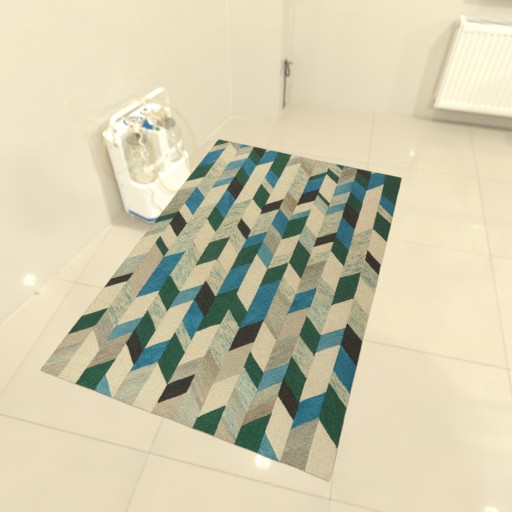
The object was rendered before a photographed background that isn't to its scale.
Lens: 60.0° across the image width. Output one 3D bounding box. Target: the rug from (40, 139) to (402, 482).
[{"bbox_3d":[0.000,0.000,2.264,1.229,0.005,1.827,15,49,14],"label":"rug"}]
